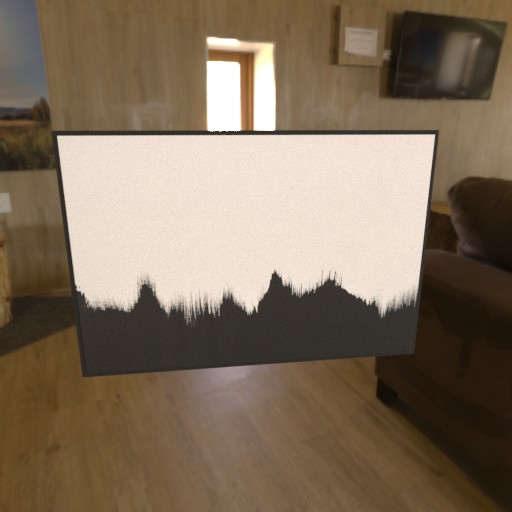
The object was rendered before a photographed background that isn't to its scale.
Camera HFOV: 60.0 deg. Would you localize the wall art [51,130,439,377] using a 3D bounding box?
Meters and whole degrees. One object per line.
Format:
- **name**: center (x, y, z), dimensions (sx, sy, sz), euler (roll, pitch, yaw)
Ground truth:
- **wall art**: center (0.000, 0.000, 1.476), dimensions (1.190, 0.805, 0.028), euler (-2, 17, -8)
